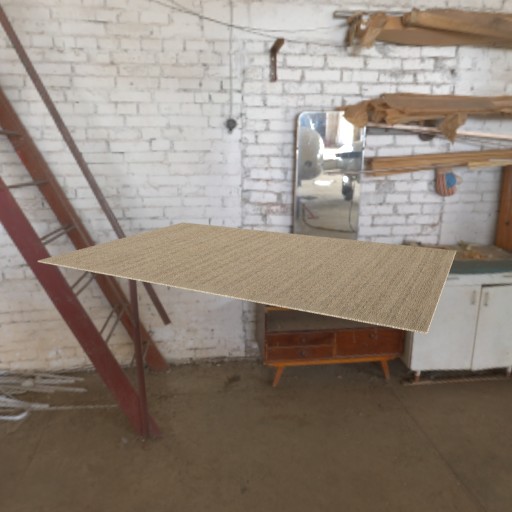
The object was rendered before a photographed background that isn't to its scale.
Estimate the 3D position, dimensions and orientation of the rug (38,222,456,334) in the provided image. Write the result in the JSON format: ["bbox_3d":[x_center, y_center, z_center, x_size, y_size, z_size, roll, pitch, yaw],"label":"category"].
[{"bbox_3d":[0.000,0.000,2.209,1.752,0.006,1.142,8,16,27],"label":"rug"}]
